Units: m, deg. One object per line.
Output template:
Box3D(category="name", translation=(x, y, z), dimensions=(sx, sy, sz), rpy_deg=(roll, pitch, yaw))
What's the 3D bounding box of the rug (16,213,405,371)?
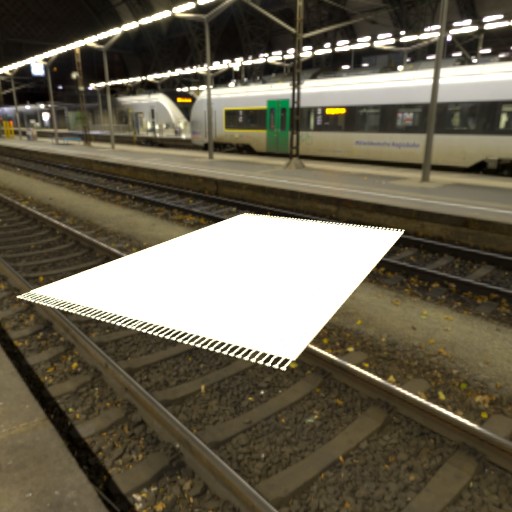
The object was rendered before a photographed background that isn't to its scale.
Box3D(category="rug", translation=(0.000, 0.000, 2.987), dimensions=(1.524, 0.010, 2.438), rpy_deg=(9, 19, 26))
